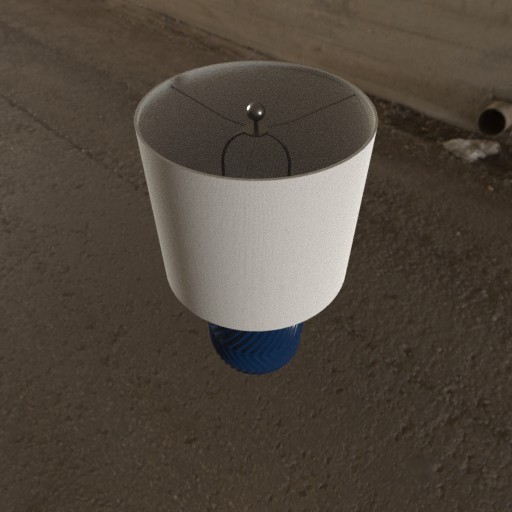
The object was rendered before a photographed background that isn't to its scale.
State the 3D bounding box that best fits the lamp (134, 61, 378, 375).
[{"bbox_3d":[0.000,0.000,0.503,0.203,0.368,0.203,4,46,4],"label":"lamp"}]
